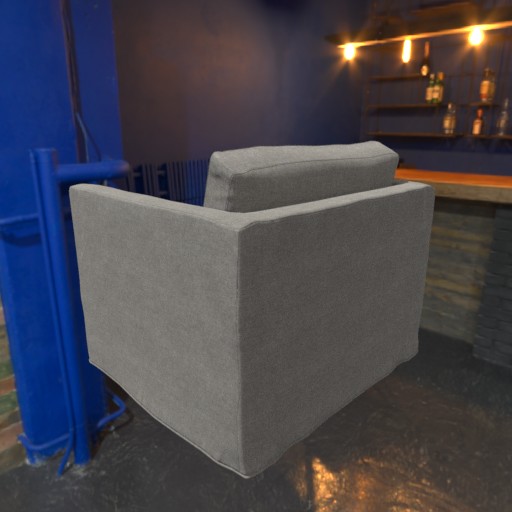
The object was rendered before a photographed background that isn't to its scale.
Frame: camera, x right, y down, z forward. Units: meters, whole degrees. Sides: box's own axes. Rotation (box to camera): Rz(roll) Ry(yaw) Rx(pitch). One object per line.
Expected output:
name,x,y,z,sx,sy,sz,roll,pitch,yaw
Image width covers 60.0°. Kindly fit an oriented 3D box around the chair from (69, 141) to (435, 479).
chair,0.000,0.000,1.717,1.057,0.863,0.949,-16,23,-43
